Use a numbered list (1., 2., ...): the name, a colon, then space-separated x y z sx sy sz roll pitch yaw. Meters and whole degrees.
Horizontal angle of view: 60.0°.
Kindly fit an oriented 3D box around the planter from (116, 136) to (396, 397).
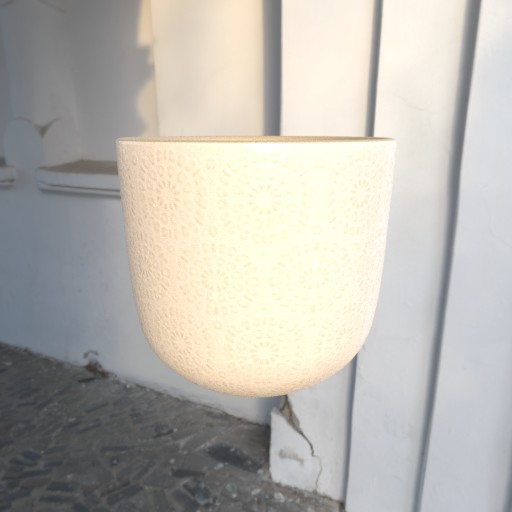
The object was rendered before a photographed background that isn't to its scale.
1. planter: 0.000 0.000 0.368 0.208 0.190 0.208 0 16 0
